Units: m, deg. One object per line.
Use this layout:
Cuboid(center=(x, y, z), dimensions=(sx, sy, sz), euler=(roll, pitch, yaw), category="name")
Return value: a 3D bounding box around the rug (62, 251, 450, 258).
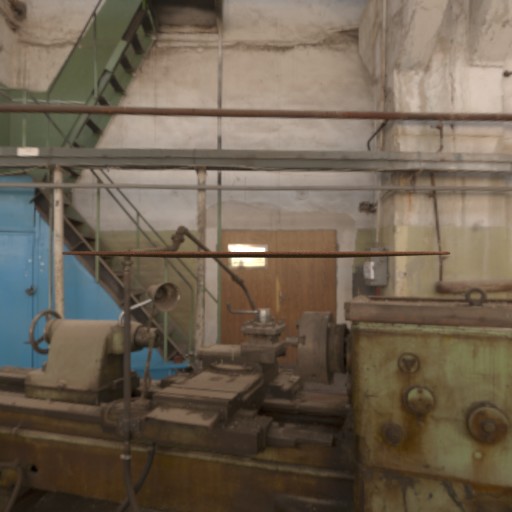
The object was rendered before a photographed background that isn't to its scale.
Cuboid(center=(0.000, 0.000, 2.297), dimensions=(1.219, 0.010, 1.829), euler=(0, -1, 0), category="rug")
